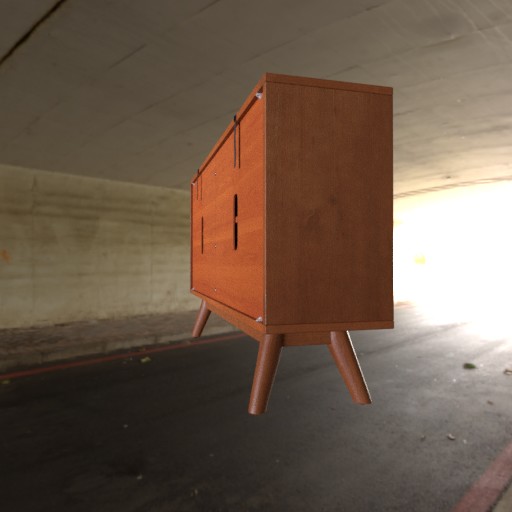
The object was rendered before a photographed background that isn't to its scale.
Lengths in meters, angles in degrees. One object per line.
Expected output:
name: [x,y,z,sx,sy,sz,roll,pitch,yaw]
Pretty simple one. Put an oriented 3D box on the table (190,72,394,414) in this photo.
table: [0.000,0.000,1.482,0.308,0.698,1.220,0,-1,-15]
